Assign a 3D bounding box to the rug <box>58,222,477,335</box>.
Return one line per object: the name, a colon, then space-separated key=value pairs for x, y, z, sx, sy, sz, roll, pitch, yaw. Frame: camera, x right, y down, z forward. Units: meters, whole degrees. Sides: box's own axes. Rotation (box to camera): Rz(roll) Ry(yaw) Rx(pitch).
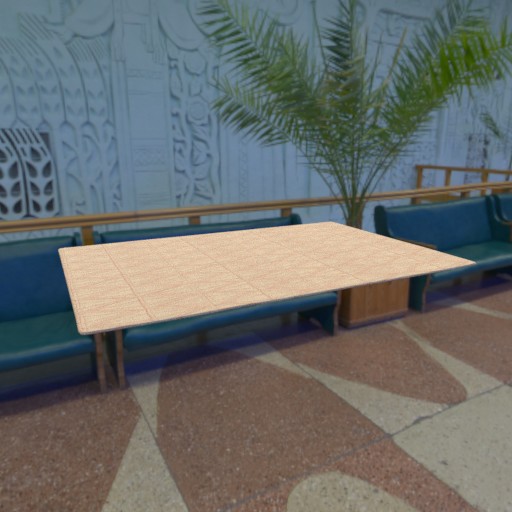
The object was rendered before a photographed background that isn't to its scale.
rug: x=0.000 y=0.000 z=3.006 sx=2.390 sy=0.015 sz=1.609 roll=-7 pitch=17 yaw=-25
